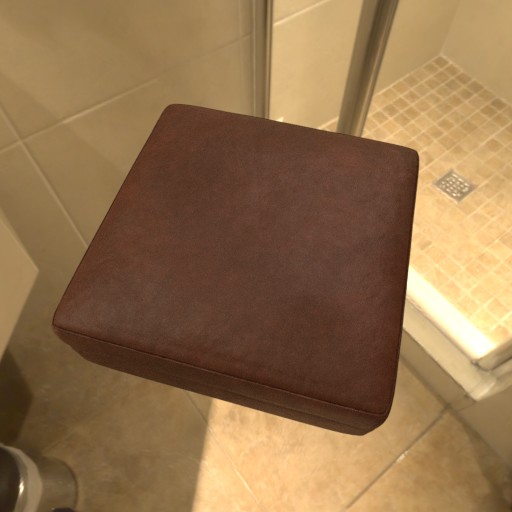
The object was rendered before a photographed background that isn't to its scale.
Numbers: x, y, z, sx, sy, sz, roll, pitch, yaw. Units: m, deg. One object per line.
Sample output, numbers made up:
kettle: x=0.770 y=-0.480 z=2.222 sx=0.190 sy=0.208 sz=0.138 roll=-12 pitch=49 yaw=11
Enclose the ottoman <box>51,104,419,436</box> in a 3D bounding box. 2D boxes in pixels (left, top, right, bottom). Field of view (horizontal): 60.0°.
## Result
ottoman: x=0.000 y=0.000 z=1.325 sx=0.836 sy=0.415 sz=0.844 roll=13 pitch=60 yaw=8
